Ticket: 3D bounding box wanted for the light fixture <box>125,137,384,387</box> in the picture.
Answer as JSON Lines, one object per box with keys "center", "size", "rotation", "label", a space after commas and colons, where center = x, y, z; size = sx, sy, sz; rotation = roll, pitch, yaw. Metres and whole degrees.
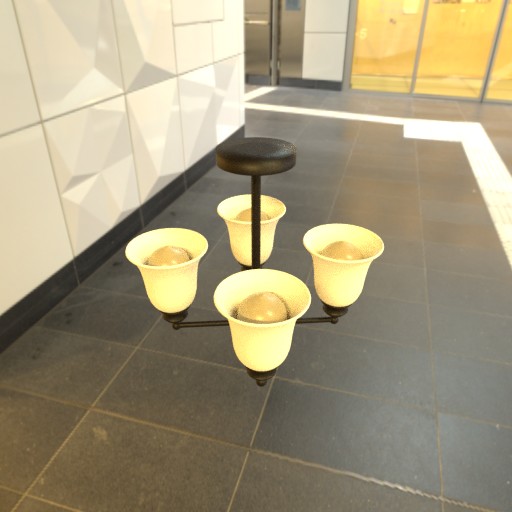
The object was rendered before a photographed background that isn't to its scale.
{"center": [0.000, 0.000, 1.876], "size": [1.069, 0.925, 1.069], "rotation": [-2, 30, -3], "label": "light fixture"}
